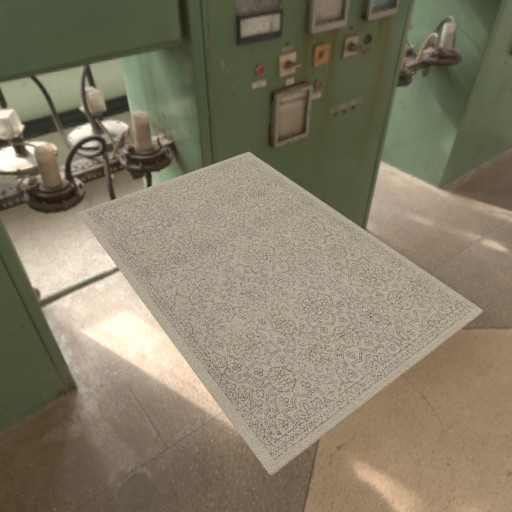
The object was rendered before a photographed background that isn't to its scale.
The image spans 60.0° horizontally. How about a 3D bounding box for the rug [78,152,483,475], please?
[{"bbox_3d":[0.000,0.000,2.285,1.219,0.010,1.829,-26,48,-26],"label":"rug"}]
